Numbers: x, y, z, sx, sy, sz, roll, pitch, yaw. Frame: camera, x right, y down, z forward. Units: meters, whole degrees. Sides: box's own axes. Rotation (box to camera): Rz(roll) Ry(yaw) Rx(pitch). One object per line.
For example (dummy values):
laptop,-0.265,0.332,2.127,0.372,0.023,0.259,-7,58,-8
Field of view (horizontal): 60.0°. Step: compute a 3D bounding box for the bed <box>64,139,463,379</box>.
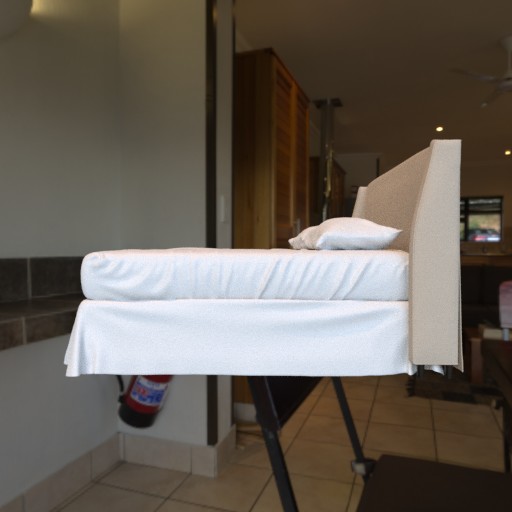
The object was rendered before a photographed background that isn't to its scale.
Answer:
bed,0.000,0.000,3.358,2.276,1.332,1.925,0,1,1
